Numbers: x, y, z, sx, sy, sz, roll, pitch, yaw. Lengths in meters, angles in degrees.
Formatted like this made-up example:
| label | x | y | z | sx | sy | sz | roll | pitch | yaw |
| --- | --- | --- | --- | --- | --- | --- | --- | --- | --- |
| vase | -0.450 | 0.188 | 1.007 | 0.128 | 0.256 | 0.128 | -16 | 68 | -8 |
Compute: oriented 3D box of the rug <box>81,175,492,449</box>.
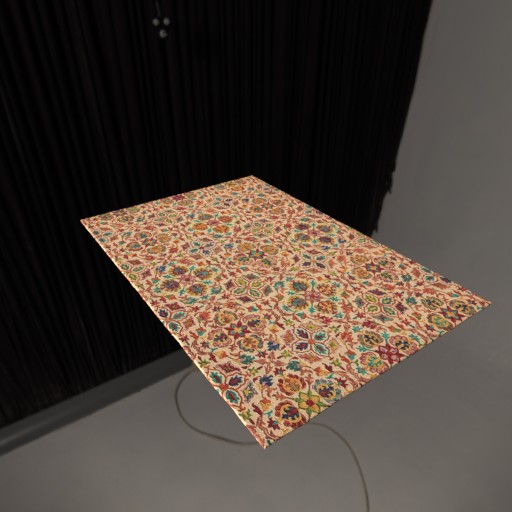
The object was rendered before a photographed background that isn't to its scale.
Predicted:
| label | x | y | z | sx | sy | sz | roll | pitch | yaw |
| --- | --- | --- | --- | --- | --- | --- | --- | --- | --- |
| rug | 0.000 | 0.000 | 2.839 | 1.541 | 0.018 | 2.297 | -20 | 37 | -29 |
